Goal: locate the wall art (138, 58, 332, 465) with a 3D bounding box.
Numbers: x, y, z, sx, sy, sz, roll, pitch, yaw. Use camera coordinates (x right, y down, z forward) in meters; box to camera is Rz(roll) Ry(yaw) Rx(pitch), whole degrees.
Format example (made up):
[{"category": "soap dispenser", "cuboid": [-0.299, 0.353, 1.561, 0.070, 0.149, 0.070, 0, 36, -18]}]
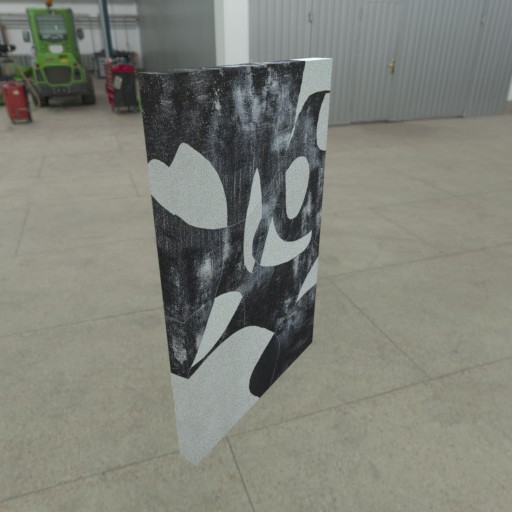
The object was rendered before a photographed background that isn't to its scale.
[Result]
[{"category": "wall art", "cuboid": [0.000, 0.000, 0.766, 0.039, 0.610, 0.407, 17, 32, 31]}]
